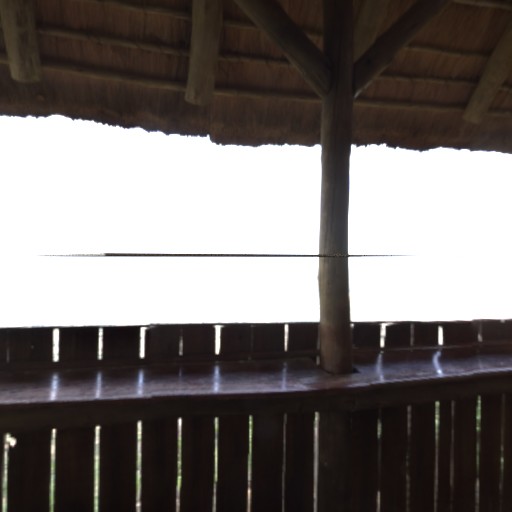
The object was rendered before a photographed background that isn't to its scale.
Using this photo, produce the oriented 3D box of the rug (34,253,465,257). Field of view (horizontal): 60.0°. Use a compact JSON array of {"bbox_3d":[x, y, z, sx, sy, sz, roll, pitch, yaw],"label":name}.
[{"bbox_3d":[0.000,0.000,2.944,2.435,0.011,1.517,0,0,-35],"label":"rug"}]
